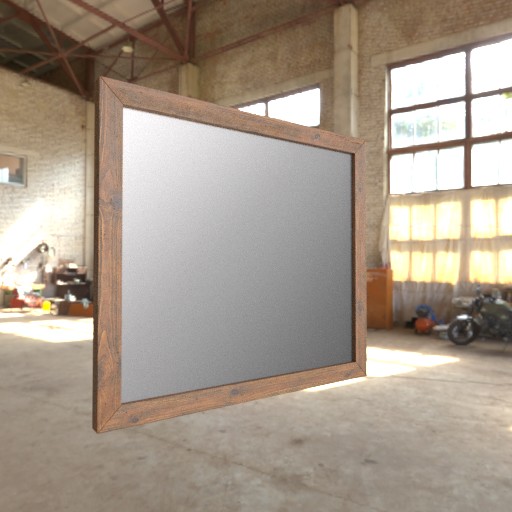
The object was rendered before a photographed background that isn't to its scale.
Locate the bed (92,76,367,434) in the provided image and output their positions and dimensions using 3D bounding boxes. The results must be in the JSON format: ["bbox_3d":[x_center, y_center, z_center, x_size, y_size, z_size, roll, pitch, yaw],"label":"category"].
[{"bbox_3d":[0.000,0.000,1.484,1.046,0.942,0.046,1,-1,-35],"label":"bed"}]
